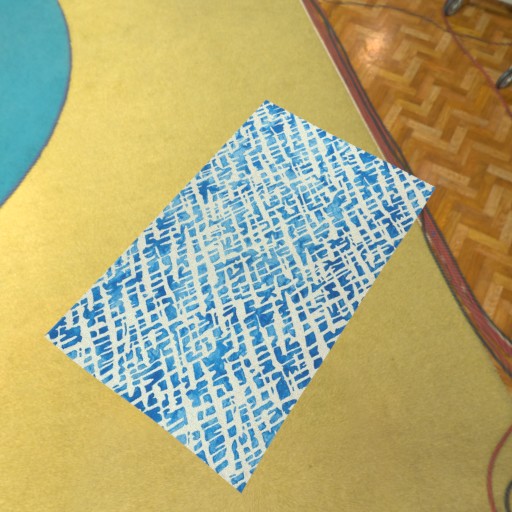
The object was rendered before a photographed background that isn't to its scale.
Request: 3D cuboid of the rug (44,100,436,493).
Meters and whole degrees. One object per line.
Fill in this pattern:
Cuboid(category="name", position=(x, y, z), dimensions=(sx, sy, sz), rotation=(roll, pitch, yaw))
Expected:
Cuboid(category="rug", position=(0.000, 0.000, 3.019), dimensions=(1.520, 0.011, 2.447), rotation=(32, 68, 15))
